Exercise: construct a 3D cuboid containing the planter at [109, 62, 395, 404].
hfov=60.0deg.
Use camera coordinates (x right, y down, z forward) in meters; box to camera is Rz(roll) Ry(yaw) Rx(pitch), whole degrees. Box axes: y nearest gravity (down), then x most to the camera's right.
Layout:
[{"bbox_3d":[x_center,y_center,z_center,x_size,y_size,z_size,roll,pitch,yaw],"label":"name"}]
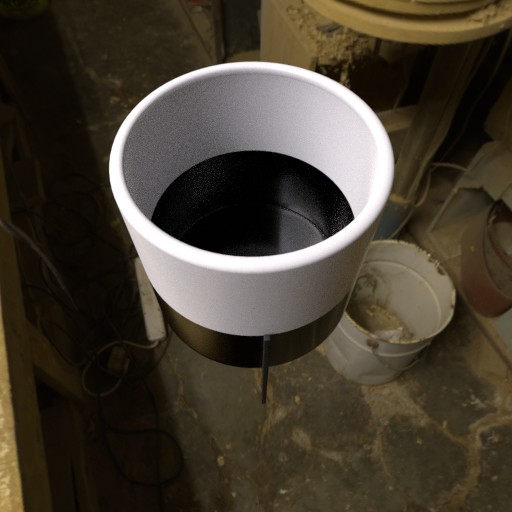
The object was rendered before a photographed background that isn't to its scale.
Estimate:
[{"bbox_3d":[0.000,0.000,0.650,0.310,0.432,0.310,-18,60,-11],"label":"planter"}]
